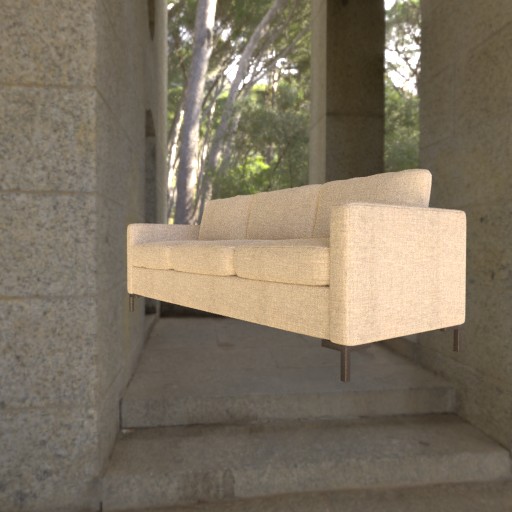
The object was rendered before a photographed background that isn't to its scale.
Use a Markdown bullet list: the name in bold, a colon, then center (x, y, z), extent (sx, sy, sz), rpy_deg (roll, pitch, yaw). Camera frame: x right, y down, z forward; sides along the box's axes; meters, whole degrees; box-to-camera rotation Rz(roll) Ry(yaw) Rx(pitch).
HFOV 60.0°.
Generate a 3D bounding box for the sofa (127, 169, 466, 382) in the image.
- **sofa**: center (0.000, 0.000, 2.730), extent (0.859, 0.874, 2.218), rpy_deg (-1, 2, -36)
